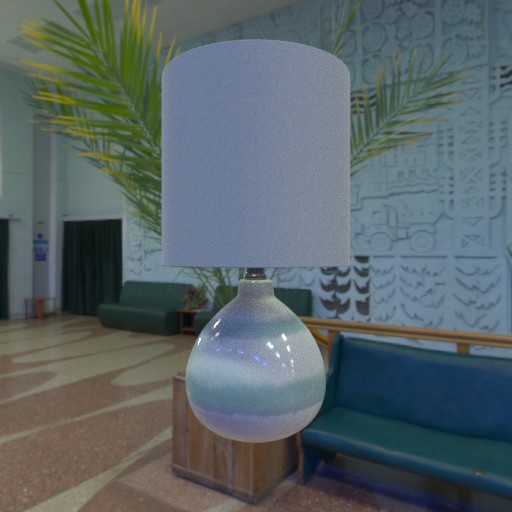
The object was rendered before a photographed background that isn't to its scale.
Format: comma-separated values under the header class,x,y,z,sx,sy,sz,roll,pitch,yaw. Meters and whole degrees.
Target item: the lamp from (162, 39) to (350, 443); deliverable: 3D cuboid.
class,x,y,z,sx,sy,sz,roll,pitch,yaw
lamp,0.000,0.000,0.521,0.217,0.404,0.217,0,0,35
